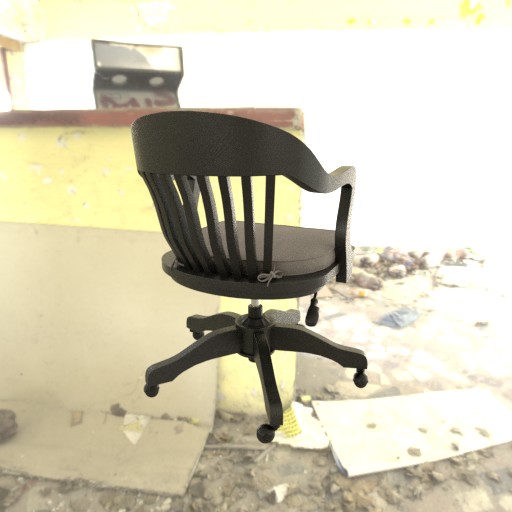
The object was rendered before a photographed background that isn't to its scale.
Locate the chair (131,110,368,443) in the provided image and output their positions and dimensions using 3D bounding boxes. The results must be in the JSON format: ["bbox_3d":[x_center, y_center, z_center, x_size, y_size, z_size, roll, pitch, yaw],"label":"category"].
[{"bbox_3d":[0.000,0.000,1.463,0.750,0.878,0.788,8,17,26],"label":"chair"}]
